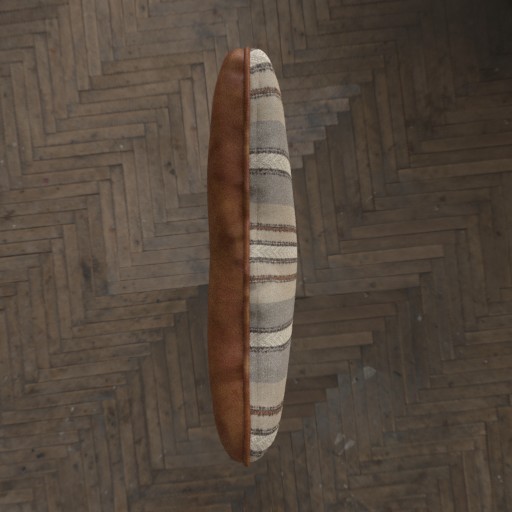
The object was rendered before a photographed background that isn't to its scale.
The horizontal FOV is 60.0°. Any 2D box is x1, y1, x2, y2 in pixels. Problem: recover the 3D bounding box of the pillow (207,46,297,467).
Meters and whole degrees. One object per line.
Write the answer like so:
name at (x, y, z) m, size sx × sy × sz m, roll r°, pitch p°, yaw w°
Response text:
pillow at (0.000, 0.000, 0.728) m, size 0.130 × 0.490 × 0.489 m, roll 0°, pitch 90°, yaw 0°
